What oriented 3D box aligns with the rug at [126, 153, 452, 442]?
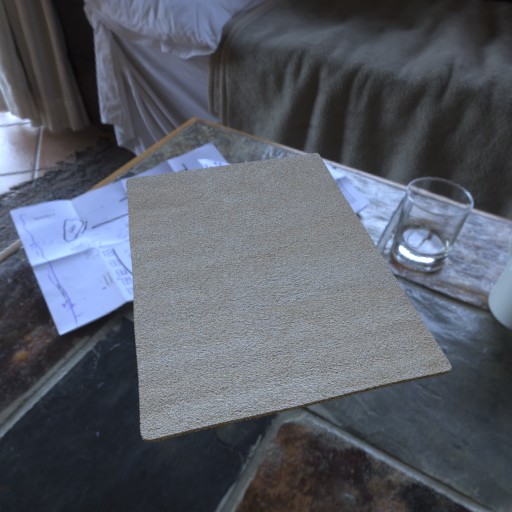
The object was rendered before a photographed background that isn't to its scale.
[{"bbox_3d":[0.000,0.000,2.179,1.199,0.025,1.600,-10,46,-10],"label":"rug"}]
